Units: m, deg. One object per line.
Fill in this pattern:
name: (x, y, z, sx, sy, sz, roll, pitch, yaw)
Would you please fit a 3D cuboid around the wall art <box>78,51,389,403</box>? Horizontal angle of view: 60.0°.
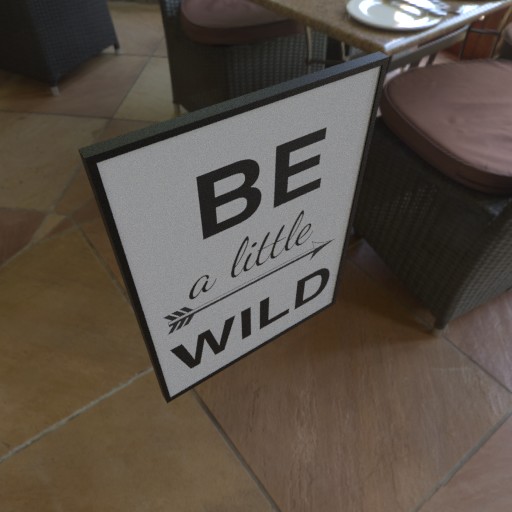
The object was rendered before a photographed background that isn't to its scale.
wall art: (0.000, 0.000, 1.391, 0.806, 1.062, 0.038, -26, 52, -22)
